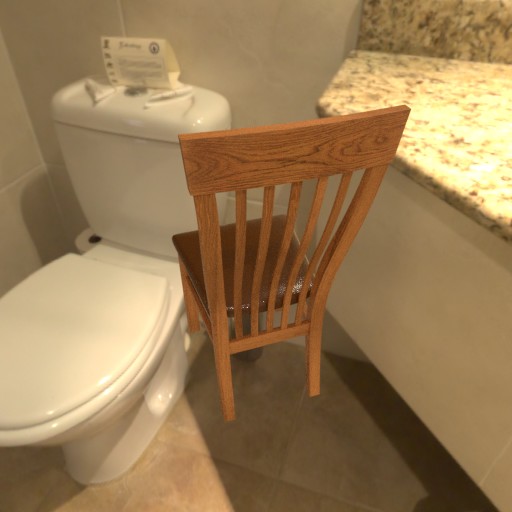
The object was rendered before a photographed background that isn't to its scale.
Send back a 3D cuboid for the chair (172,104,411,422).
[{"bbox_3d":[0.000,0.000,1.335,0.450,1.050,0.580,-12,41,-14],"label":"chair"}]
